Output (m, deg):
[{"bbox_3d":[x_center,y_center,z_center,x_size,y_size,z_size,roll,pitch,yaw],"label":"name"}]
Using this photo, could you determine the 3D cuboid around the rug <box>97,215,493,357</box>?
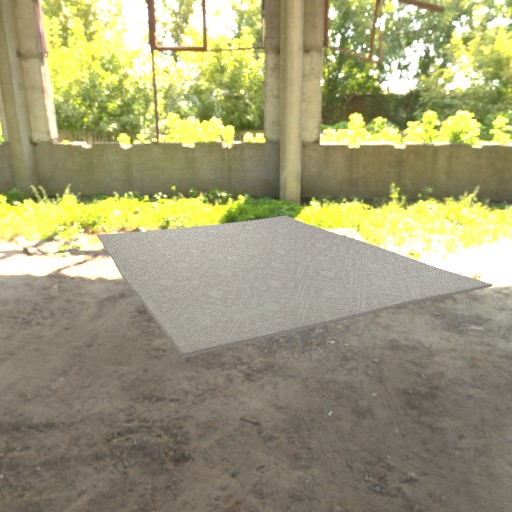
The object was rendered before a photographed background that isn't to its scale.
[{"bbox_3d":[0.000,0.000,4.035,2.399,0.054,3.011,-8,17,-26],"label":"rug"}]
